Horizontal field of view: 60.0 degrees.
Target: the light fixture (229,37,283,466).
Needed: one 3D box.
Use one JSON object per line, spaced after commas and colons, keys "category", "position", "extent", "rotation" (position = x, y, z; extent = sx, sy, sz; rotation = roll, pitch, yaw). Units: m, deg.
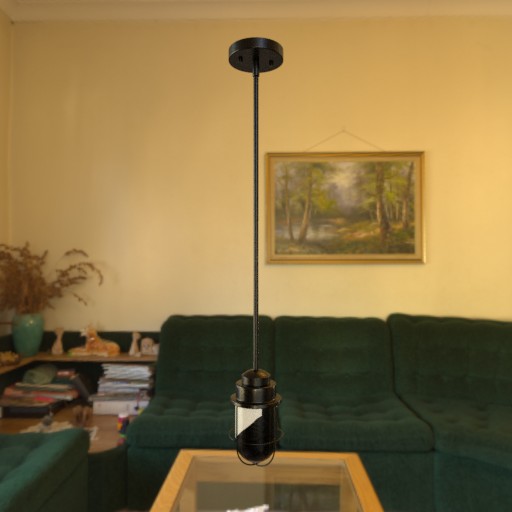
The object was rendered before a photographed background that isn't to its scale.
{"category": "light fixture", "position": [0.000, 0.000, 0.985], "extent": [0.123, 0.920, 0.123], "rotation": [0, -1, -15]}
